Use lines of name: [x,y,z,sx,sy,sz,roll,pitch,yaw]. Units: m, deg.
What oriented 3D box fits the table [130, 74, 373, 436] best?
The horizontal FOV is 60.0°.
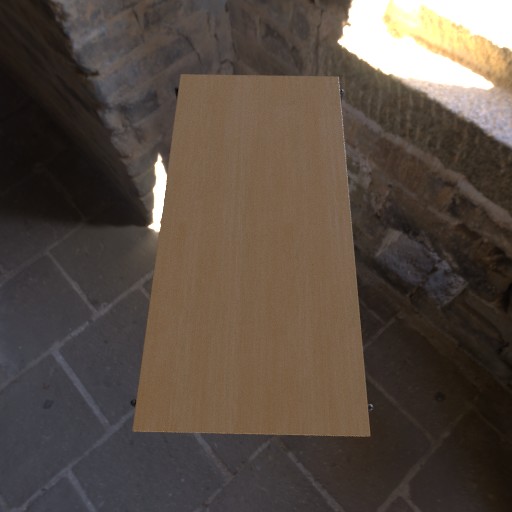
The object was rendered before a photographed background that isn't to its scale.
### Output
table: [0.000,0.000,2.329,0.900,0.758,1.800,1,63,1]
